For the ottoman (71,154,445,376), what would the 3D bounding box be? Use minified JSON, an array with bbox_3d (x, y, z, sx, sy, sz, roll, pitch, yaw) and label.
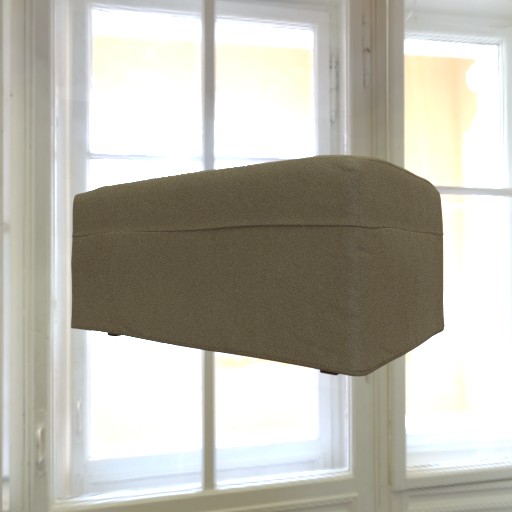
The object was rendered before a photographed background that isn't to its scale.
[{"bbox_3d":[0.000,0.000,1.211,0.872,0.444,0.590,0,0,36],"label":"ottoman"}]
